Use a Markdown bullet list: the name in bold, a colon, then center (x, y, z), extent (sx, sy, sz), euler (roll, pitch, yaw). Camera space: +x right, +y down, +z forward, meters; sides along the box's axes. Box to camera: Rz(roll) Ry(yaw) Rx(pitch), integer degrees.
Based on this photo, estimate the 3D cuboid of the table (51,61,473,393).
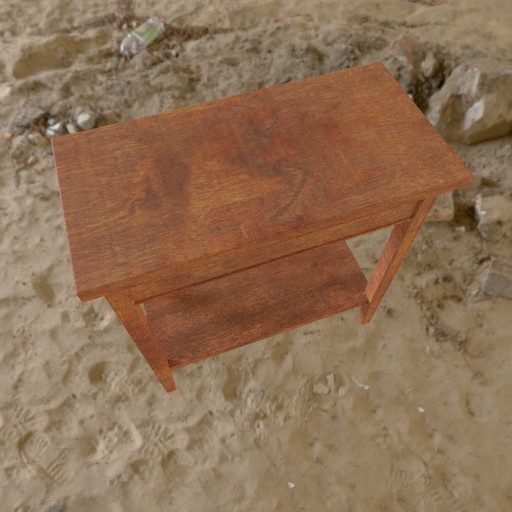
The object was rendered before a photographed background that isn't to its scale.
- **table**: center (0.000, 0.000, 0.968), extent (0.610, 0.610, 0.305), euler (-17, 60, -10)
